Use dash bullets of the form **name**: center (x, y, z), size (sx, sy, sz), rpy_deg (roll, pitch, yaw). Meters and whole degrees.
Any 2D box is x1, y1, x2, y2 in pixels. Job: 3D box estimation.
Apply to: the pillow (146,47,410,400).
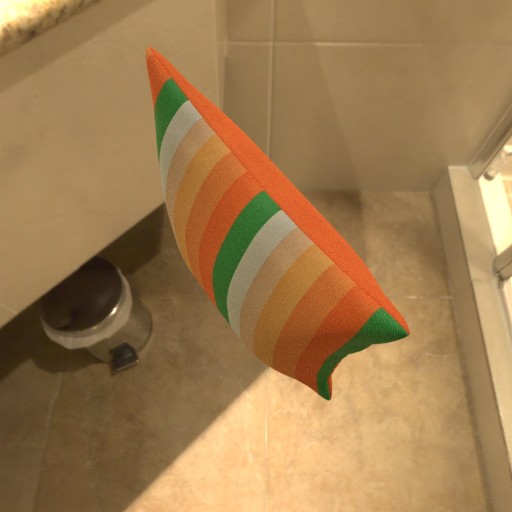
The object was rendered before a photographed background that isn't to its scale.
- **pillow**: center (0.000, 0.000, 0.668), size (0.169, 0.444, 0.453), rpy_deg (-34, 69, -15)
